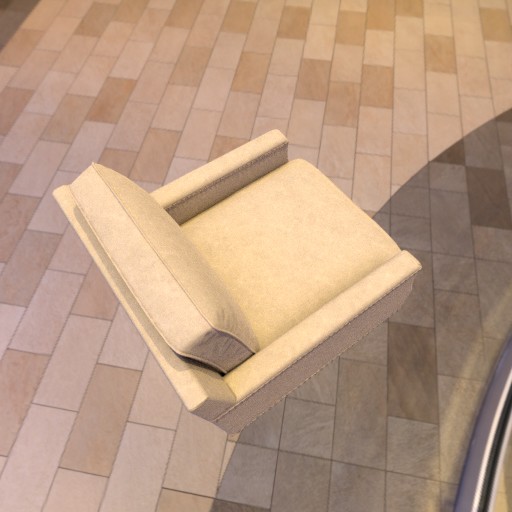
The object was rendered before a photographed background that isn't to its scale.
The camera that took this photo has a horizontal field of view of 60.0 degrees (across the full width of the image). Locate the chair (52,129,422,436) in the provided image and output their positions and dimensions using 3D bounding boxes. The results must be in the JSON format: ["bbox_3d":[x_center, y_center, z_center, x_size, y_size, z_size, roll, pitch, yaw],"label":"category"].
[{"bbox_3d":[0.000,0.000,1.674,1.014,0.943,0.853,-32,64,-18],"label":"chair"}]
